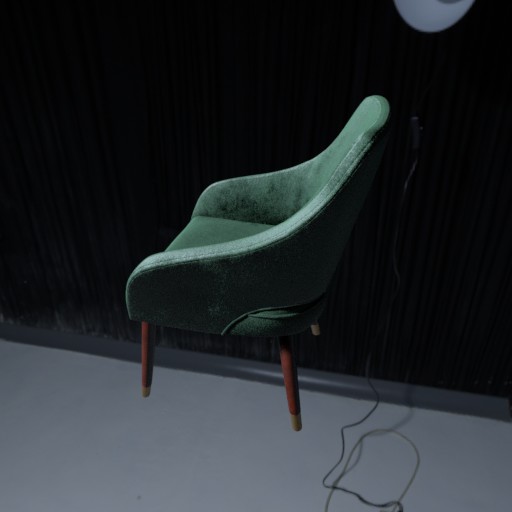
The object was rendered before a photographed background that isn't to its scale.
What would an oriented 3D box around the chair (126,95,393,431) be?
[{"bbox_3d":[0.000,0.000,1.600,0.794,1.081,0.683,8,32,12],"label":"chair"}]
